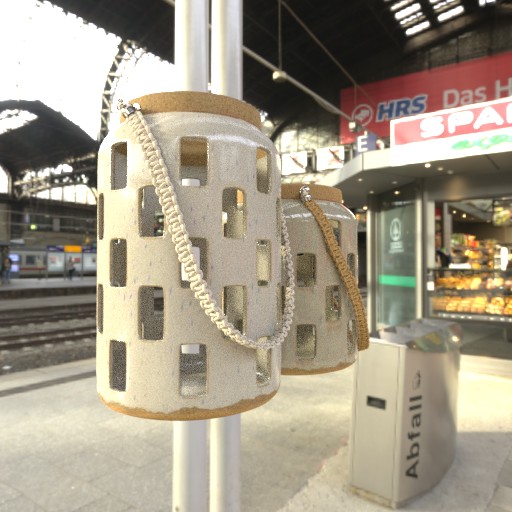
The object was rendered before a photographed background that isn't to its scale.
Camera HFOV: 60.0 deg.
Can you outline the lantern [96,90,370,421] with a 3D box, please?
[{"bbox_3d":[0.000,0.000,0.477,0.184,0.255,0.347,-1,-1,36],"label":"lantern"}]
